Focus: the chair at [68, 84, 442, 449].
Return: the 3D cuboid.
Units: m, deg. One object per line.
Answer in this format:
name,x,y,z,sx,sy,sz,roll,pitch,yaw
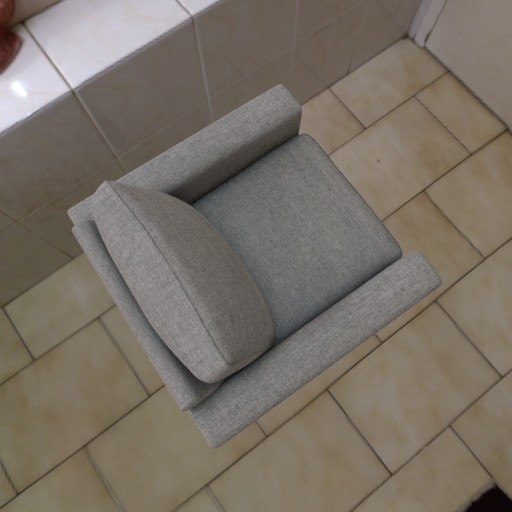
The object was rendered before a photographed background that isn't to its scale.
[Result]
chair,0.000,0.000,1.816,1.038,1.010,1.024,-33,77,-9
